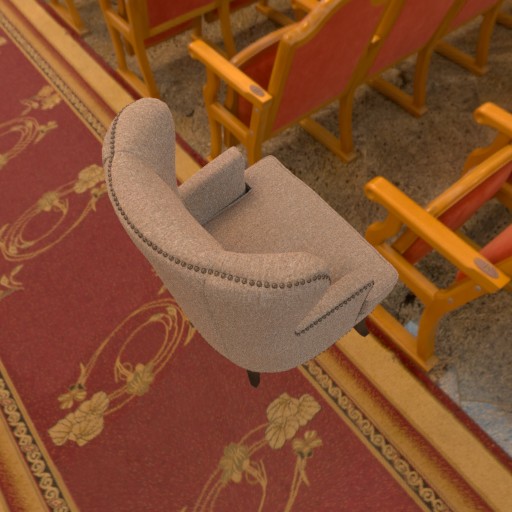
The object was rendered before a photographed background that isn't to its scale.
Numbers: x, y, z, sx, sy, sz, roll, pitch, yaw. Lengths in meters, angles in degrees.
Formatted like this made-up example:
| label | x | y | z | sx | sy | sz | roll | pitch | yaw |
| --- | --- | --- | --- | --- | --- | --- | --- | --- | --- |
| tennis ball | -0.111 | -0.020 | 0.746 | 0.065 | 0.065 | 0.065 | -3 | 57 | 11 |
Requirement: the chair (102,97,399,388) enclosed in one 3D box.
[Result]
| label | x | y | z | sx | sy | sz | roll | pitch | yaw |
| --- | --- | --- | --- | --- | --- | --- | --- | --- | --- |
| chair | 0.000 | 0.000 | 1.572 | 0.758 | 1.060 | 0.759 | -34 | 65 | -19 |
